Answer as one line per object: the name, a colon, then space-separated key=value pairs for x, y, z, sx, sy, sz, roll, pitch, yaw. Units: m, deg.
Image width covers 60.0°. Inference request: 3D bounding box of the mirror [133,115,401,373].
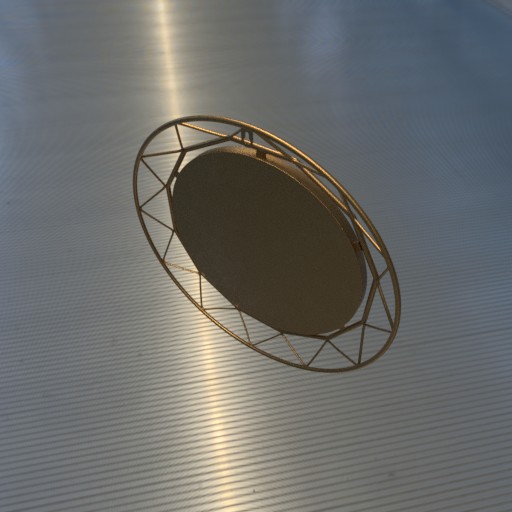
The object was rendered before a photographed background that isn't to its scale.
mirror: x=0.000 y=0.000 z=0.665 sx=0.454 sy=0.454 sz=0.043 roll=25 pitch=51 yaw=23
